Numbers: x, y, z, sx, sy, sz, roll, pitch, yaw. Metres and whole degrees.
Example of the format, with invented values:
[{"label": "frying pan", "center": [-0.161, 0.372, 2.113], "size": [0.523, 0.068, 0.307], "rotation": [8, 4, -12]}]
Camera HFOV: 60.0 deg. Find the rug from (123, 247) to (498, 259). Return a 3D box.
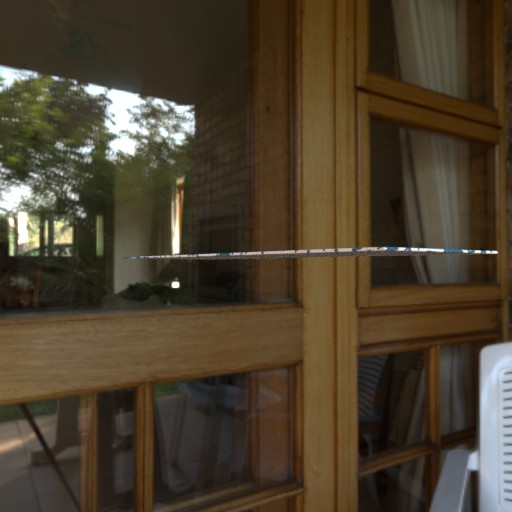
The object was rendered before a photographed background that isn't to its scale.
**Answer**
[{"label": "rug", "center": [0.000, 0.000, 2.629], "size": [0.750, 0.011, 2.435], "rotation": [1, -1, -36]}]
